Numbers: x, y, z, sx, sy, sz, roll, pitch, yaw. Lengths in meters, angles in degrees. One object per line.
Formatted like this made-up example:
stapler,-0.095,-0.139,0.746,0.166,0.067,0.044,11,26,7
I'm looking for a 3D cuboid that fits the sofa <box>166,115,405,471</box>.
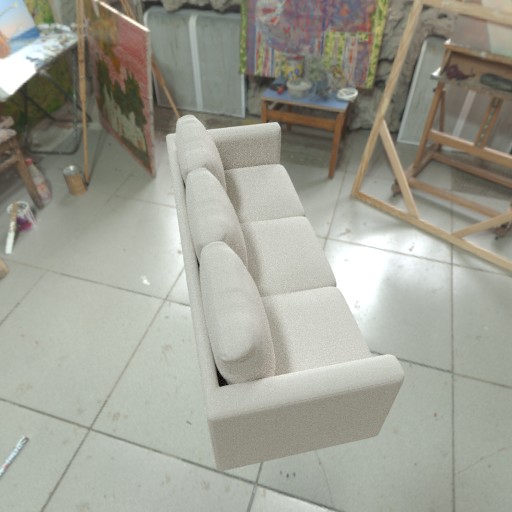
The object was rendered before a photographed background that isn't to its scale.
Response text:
sofa,0.000,0.000,2.510,0.802,0.912,2.029,-9,46,-9
